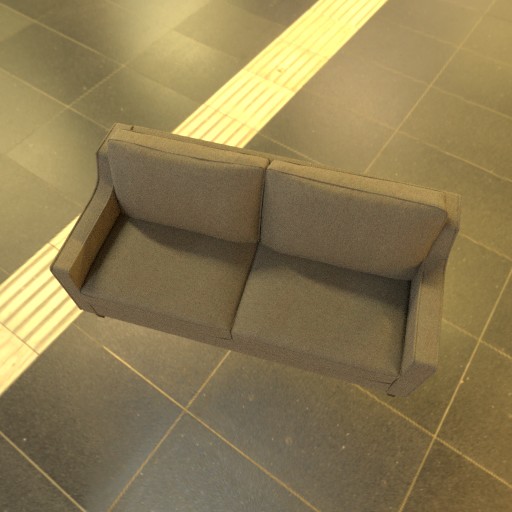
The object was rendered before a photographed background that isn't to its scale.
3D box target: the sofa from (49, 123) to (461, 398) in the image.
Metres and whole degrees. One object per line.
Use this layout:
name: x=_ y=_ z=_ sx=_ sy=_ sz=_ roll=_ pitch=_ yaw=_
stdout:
sofa: x=0.000 y=0.000 z=2.761 sx=2.181 sy=1.074 sz=1.073 roll=13 pitch=60 yaw=8
